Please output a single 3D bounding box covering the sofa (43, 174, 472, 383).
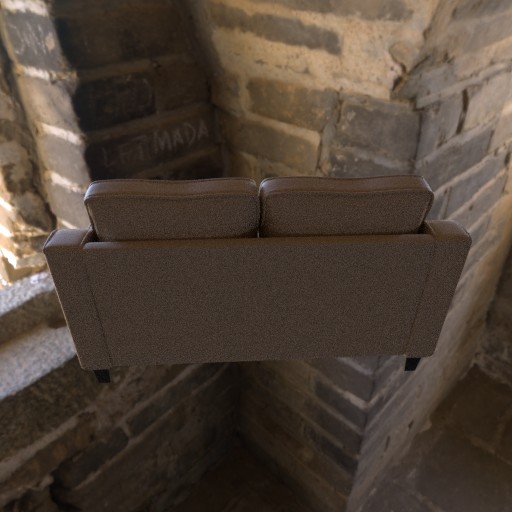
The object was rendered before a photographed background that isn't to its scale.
[{"bbox_3d":[0.000,0.000,3.454,2.587,1.562,1.351,-2,31,-3],"label":"sofa"}]
